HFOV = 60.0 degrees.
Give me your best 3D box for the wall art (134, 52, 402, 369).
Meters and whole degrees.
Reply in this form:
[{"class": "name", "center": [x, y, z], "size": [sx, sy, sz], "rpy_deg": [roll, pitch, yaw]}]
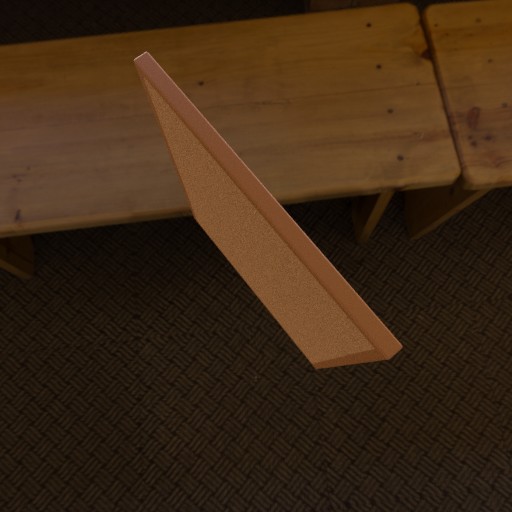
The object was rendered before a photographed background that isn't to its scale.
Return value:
[{"class": "wall art", "center": [0.000, 0.000, 0.519], "size": [0.015, 0.379, 0.310], "rpy_deg": [-37, 78, -9]}]
